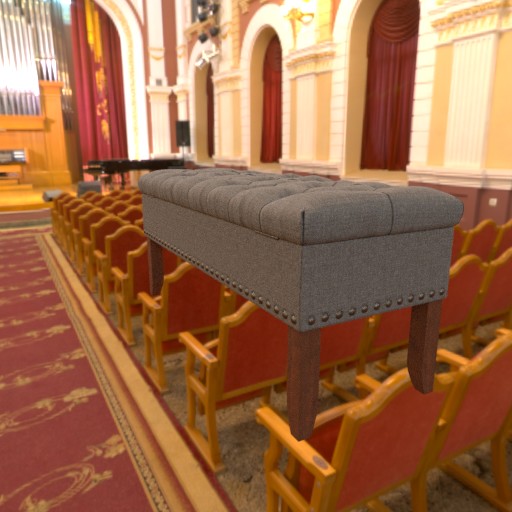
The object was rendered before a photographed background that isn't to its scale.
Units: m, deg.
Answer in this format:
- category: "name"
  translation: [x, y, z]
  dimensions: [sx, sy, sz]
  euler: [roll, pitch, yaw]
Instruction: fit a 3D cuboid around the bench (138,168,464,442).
- category: "bench"
  translation: [0.000, 0.000, 1.309]
  dimensions: [0.417, 0.470, 1.052]
  euler: [-7, 16, -28]
